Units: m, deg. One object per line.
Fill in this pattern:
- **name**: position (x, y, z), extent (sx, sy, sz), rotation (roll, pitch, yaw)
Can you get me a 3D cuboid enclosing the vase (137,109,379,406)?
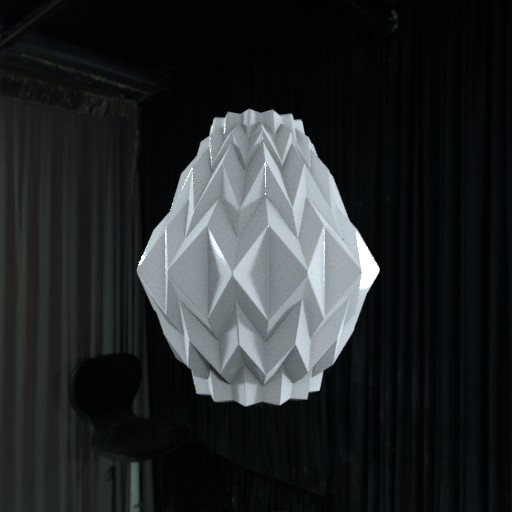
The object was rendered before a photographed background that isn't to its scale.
- **vase**: position (0.000, 0.000, 0.309), extent (0.164, 0.185, 0.164), rotation (0, 0, 0)
